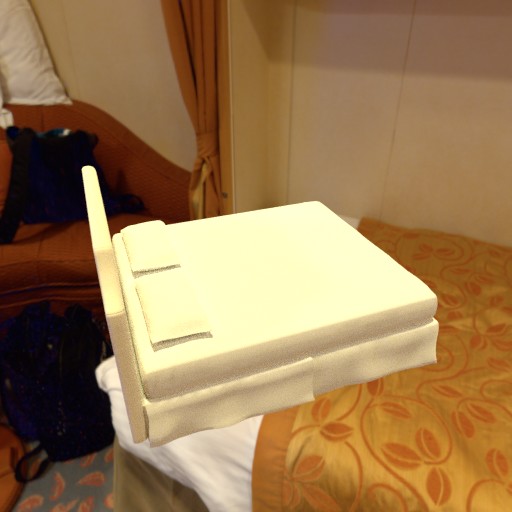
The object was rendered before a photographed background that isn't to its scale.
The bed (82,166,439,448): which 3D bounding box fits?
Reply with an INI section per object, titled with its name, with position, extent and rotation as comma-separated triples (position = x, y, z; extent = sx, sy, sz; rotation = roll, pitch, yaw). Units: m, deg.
[bed]
position = 0.000, 0.000, 4.206
extent = 2.773, 1.590, 2.350
rotation = -11, 32, -18
